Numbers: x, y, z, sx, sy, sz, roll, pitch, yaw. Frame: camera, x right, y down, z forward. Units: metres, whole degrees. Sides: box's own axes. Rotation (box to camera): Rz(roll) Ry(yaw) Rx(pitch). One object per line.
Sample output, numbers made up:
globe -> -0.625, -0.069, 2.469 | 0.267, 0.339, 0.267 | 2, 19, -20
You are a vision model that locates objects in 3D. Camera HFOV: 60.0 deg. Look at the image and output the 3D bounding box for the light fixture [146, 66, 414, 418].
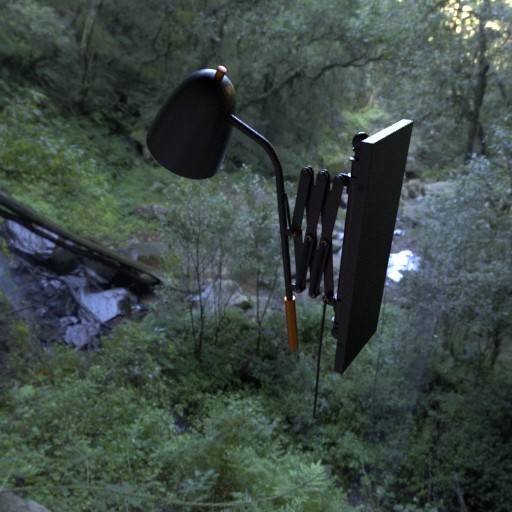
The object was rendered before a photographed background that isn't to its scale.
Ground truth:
light fixture -> 0.000, 0.000, 0.915 | 0.499, 0.715, 0.162 | 21, 36, 31
